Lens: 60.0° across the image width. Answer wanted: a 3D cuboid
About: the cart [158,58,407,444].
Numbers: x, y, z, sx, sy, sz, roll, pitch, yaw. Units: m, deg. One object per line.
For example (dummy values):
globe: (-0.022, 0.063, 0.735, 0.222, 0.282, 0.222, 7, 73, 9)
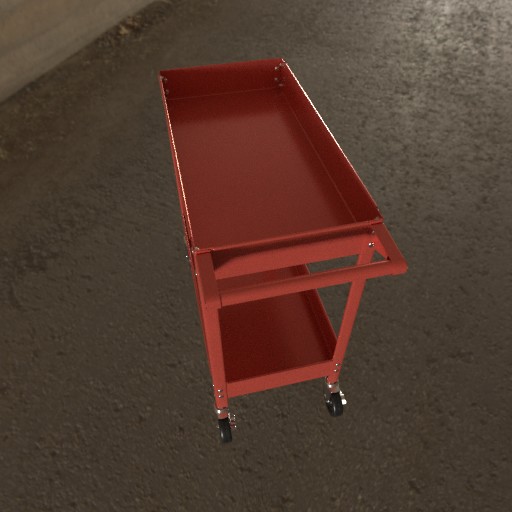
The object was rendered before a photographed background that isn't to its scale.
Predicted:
cart: (0.000, 0.000, 1.201, 0.366, 0.719, 0.779, -10, 48, -9)
